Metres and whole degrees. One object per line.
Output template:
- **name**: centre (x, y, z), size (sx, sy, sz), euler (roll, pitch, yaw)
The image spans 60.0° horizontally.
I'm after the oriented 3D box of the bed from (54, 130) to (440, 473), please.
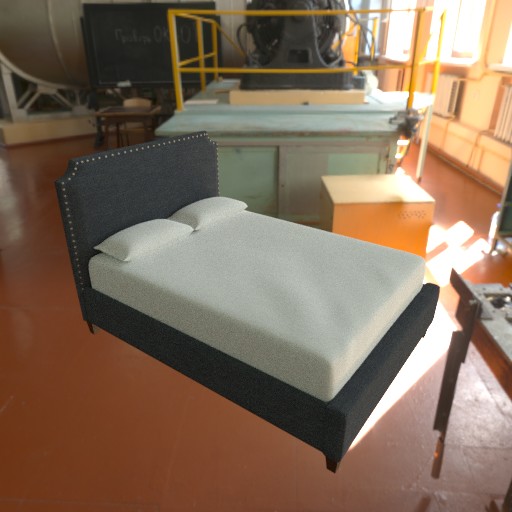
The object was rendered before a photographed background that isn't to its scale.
- **bed**: centre (0.000, 0.000, 3.390), size (2.372, 1.443, 1.713), euler (18, 31, 32)
